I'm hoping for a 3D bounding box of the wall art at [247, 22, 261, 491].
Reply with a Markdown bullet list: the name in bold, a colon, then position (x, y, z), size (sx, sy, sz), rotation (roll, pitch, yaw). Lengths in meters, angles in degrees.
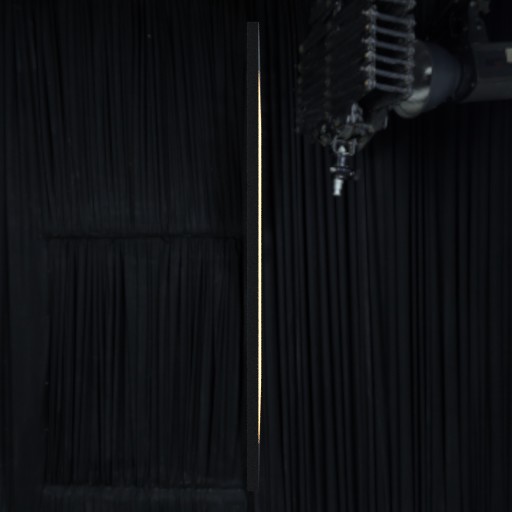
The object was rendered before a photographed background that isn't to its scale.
- **wall art**: position (0.000, 0.000, 0.596), size (0.011, 0.459, 0.326), rotation (0, 1, 1)
